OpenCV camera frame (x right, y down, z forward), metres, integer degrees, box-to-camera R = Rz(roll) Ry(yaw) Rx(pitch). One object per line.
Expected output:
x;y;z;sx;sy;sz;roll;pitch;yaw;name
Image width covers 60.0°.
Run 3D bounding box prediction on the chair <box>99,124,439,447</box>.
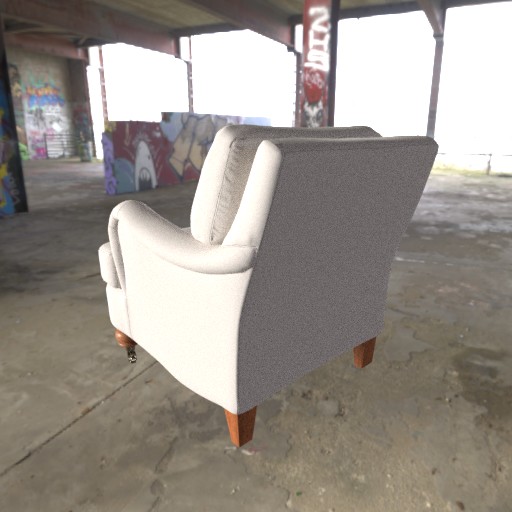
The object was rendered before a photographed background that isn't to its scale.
0.000;0.000;1.834;0.955;1.038;1.070;-15;22;-42;chair
